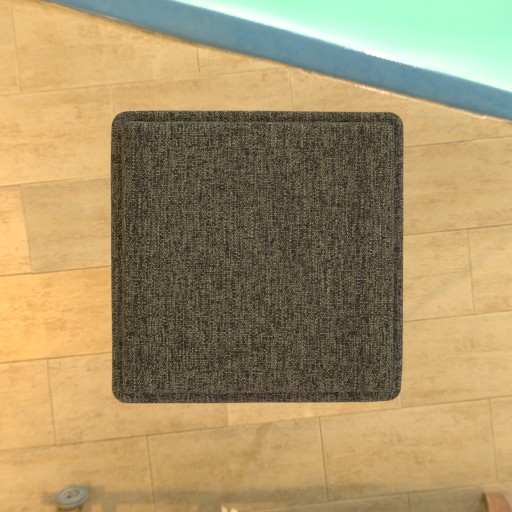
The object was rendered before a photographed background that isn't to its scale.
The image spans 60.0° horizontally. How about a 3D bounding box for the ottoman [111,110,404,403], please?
[{"bbox_3d":[0.000,0.000,0.843,0.450,0.463,0.450,0,91,-1],"label":"ottoman"}]
